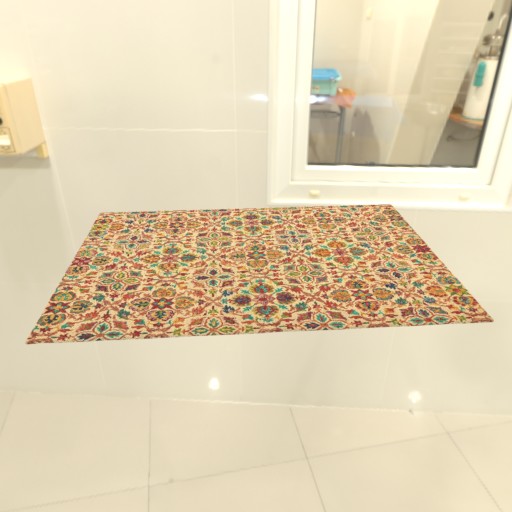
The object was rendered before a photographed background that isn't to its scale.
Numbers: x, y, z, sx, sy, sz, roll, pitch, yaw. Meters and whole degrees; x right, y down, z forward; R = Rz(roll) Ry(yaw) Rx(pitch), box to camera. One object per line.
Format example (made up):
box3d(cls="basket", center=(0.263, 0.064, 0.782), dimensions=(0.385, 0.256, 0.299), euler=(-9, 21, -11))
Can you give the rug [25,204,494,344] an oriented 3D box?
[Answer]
box3d(cls="rug", center=(0.000, 0.000, 2.260), dimensions=(1.838, 0.013, 1.226), euler=(-2, 29, -4))
